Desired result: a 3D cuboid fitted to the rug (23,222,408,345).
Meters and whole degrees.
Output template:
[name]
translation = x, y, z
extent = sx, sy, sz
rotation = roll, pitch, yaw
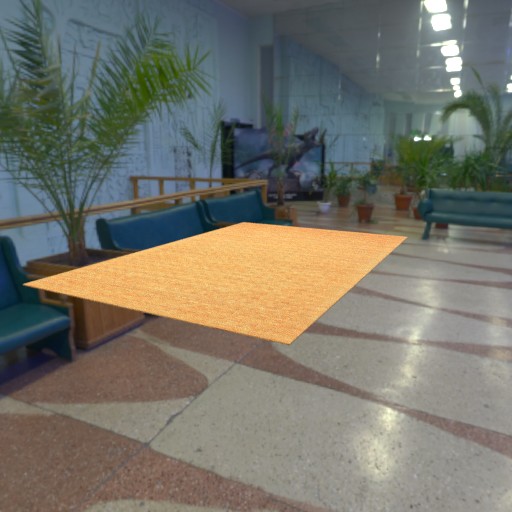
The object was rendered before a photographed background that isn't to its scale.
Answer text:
[rug]
translation = 0.000, 0.000, 2.933
extent = 1.524, 0.006, 2.285
rotation = 7, 15, 28
